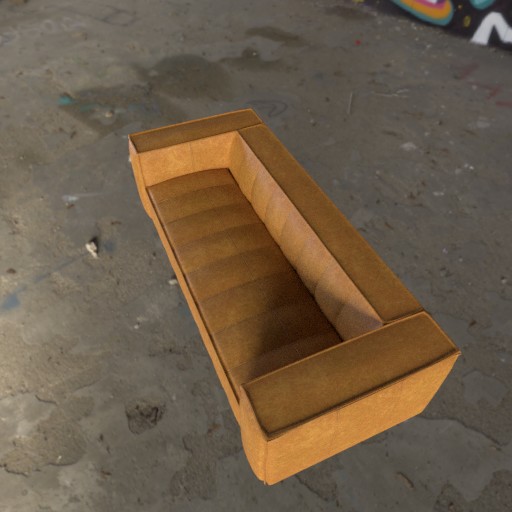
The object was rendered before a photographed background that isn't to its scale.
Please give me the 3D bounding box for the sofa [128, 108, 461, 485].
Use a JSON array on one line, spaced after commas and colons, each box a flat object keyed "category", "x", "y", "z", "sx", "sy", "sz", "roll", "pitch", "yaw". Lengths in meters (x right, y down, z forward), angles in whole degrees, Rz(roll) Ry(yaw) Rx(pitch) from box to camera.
[{"category": "sofa", "x": 0.000, "y": 0.000, "z": 2.996, "sx": 1.102, "sy": 0.701, "sz": 2.581, "roll": -18, "pitch": 50, "yaw": -16}]
